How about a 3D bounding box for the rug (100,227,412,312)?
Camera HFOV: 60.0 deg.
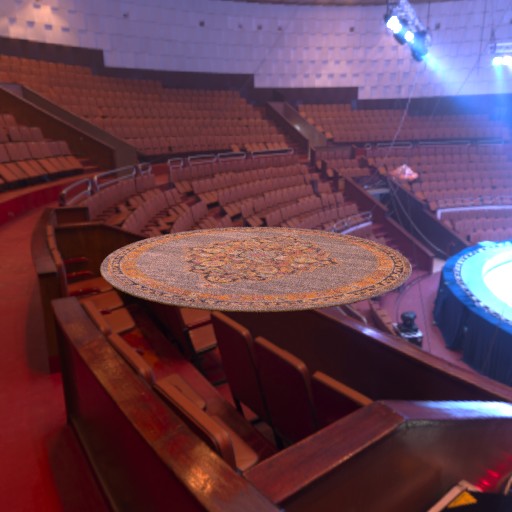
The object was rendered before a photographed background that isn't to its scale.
[{"bbox_3d":[0.000,0.000,3.575,2.382,0.014,2.382,0,15,0],"label":"rug"}]
